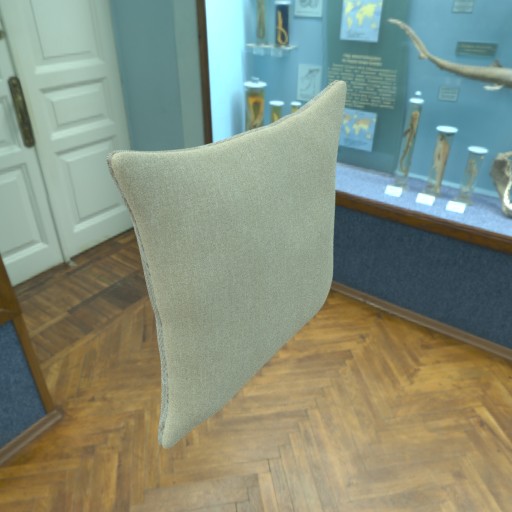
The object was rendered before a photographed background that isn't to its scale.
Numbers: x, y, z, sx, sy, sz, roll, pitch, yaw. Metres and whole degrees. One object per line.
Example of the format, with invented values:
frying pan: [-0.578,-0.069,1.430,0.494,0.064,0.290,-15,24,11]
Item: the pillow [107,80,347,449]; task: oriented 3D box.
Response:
pillow: [0.000,0.000,0.658,0.138,0.432,0.436,22,38,31]
